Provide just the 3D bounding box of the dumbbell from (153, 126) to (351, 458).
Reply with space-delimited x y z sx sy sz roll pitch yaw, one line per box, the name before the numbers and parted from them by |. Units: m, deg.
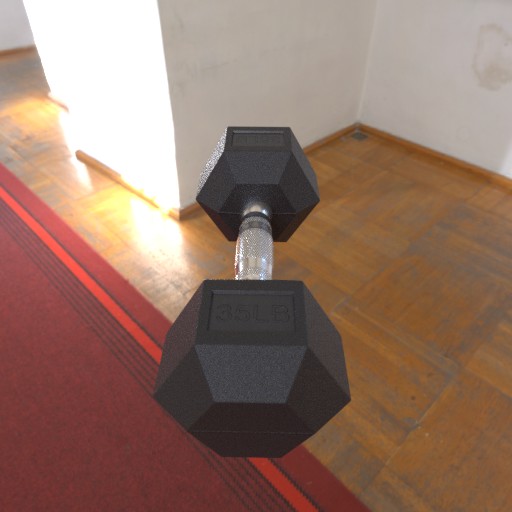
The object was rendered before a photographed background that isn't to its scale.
dumbbell | 0.000 0.000 0.429 0.141 0.123 0.356 1 41 1
